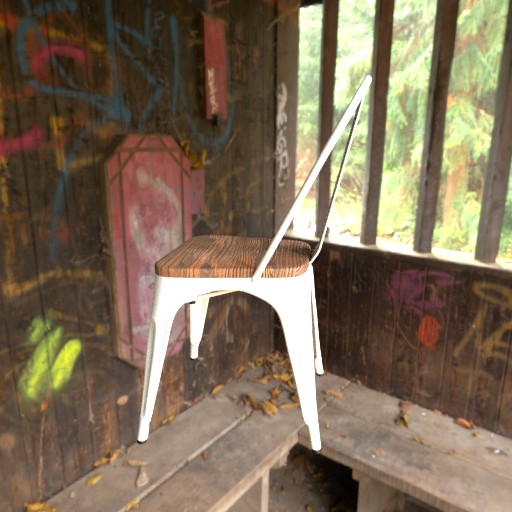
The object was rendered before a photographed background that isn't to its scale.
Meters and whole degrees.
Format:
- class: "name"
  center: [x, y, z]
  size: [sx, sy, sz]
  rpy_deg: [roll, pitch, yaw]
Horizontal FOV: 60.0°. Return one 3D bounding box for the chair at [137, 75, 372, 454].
- class: "chair"
  center: [0.000, 0.000, 1.146]
  size: [0.521, 0.851, 0.452]
  rpy_deg: [2, 15, 9]
